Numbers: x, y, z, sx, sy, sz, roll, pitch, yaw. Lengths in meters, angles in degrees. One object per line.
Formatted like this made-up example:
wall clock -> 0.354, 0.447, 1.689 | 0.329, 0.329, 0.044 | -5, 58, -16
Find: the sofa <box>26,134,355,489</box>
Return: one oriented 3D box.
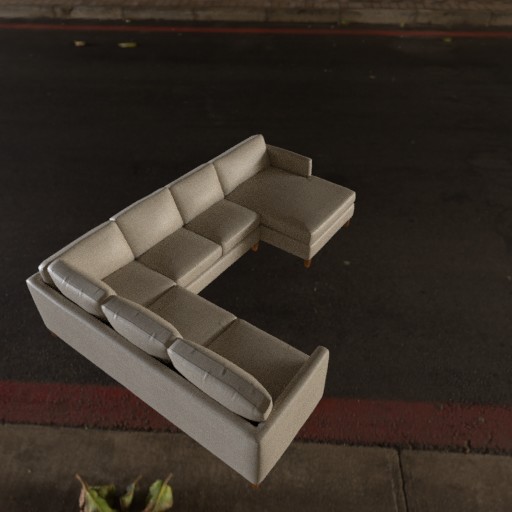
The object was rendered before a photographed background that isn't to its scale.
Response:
sofa -> 0.000, 0.000, 4.546 | 2.594, 0.961, 3.460 | 25, 46, 27
